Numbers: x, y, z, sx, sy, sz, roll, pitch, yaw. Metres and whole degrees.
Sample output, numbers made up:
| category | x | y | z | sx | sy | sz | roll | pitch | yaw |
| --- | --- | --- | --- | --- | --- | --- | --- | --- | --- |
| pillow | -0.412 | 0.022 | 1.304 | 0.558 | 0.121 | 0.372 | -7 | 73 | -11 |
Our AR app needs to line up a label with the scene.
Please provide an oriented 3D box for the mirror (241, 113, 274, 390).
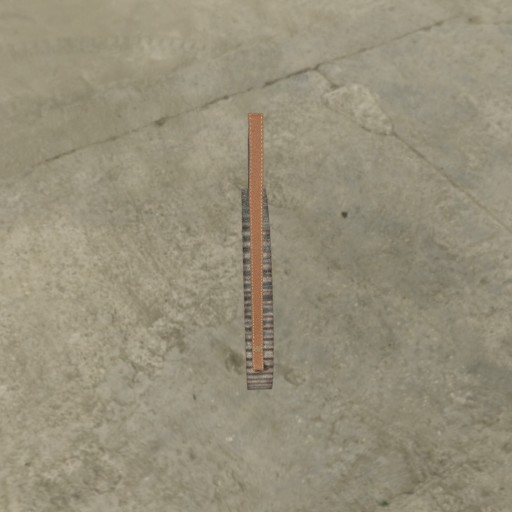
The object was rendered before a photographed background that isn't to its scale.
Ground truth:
| category | x | y | z | sx | sy | sz | roll | pitch | yaw |
| --- | --- | --- | --- | --- | --- | --- | --- | --- | --- |
| mirror | 0.000 | 0.000 | 0.714 | 0.042 | 0.568 | 0.355 | -2 | 58 | -1 |
